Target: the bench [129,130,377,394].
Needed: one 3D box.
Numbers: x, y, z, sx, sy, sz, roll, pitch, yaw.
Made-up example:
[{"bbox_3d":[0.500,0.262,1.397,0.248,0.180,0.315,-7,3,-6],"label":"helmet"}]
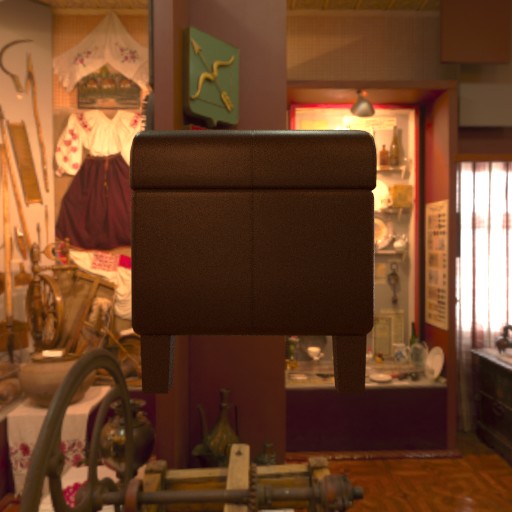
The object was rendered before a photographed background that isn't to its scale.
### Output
[{"bbox_3d":[0.000,0.000,1.289,0.429,0.457,1.092,0,1,1],"label":"bench"}]
